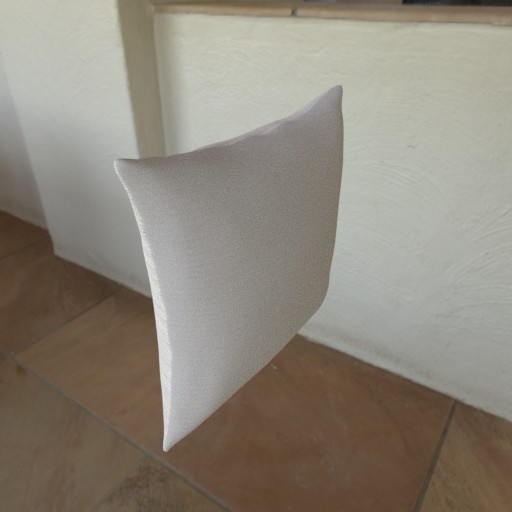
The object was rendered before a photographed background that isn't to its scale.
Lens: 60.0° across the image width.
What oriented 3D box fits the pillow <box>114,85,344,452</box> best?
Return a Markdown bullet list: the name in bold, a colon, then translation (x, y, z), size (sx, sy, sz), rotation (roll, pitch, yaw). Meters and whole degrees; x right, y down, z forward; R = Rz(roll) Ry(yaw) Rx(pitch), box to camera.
- **pillow**: translation (0.000, 0.000, 0.773), size (0.204, 0.497, 0.512), rotation (21, 37, 31)
